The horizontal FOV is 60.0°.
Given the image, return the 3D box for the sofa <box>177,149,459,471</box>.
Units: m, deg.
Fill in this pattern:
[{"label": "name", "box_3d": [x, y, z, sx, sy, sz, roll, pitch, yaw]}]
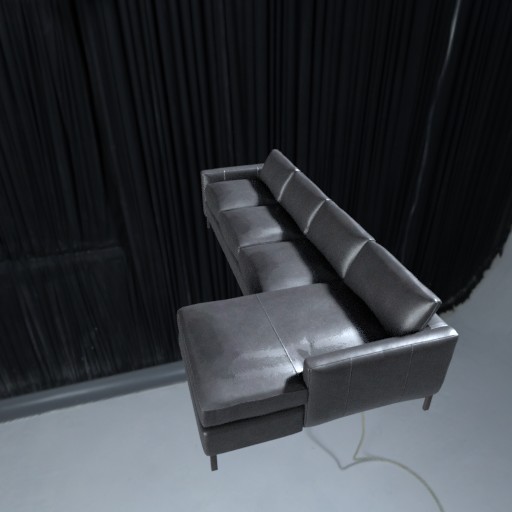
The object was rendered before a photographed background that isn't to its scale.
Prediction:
[{"label": "sofa", "box_3d": [0.000, 0.000, 3.597, 1.471, 0.859, 2.993, -9, 32, -14]}]
